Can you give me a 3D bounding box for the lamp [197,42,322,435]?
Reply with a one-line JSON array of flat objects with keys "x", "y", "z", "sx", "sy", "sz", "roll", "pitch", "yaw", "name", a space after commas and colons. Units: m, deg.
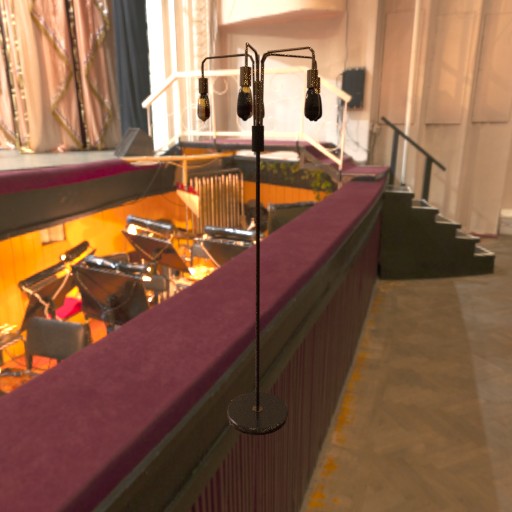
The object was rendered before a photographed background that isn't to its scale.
[{"x": 0.000, "y": 0.000, "z": 2.039, "sx": 0.599, "sy": 1.721, "sz": 0.572, "roll": 8, "pitch": 18, "yaw": 25, "name": "lamp"}]
